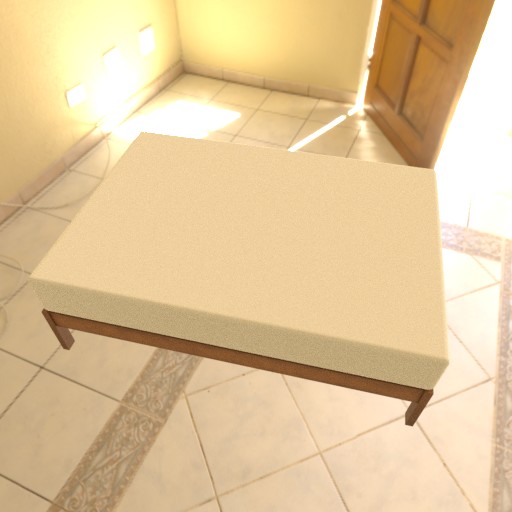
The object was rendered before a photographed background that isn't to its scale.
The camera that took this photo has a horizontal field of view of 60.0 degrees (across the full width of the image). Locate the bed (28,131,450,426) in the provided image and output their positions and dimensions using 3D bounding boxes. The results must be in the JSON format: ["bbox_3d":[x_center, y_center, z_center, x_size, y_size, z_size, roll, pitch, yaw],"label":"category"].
[{"bbox_3d":[0.000,0.000,2.587,1.927,0.616,1.348,10,48,9],"label":"bed"}]
